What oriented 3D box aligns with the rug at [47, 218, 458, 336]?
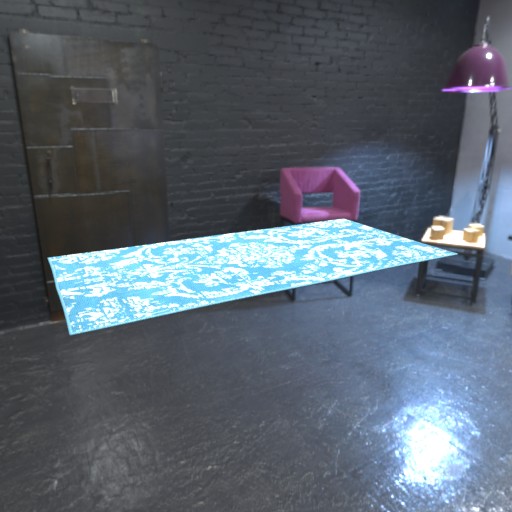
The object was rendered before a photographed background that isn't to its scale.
[{"bbox_3d":[0.000,0.000,1.465,1.219,0.007,0.604,-9,20,-27],"label":"rug"}]
